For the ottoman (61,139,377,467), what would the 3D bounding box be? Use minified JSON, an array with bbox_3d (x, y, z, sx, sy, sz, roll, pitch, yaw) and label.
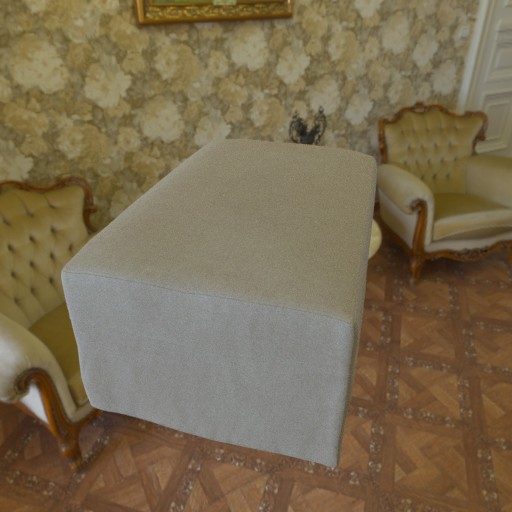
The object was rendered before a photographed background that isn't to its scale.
[{"bbox_3d":[0.000,0.000,1.201,0.590,0.444,0.872,8,32,13],"label":"ottoman"}]
